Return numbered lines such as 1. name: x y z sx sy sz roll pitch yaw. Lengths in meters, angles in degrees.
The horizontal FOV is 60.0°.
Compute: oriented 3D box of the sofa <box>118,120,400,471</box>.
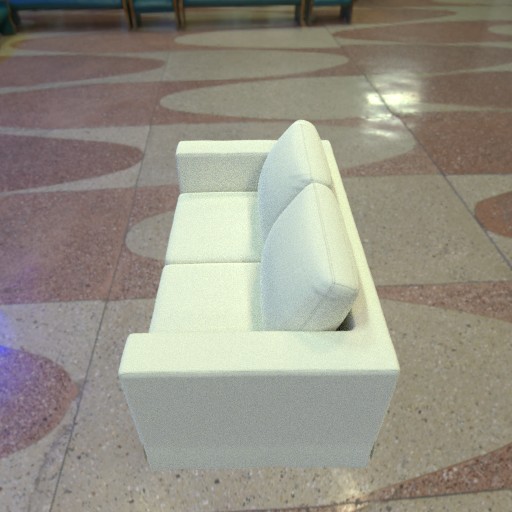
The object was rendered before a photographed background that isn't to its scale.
1. sofa: 0.000 0.000 2.343 1.009 0.932 1.813 -1 40 -1
